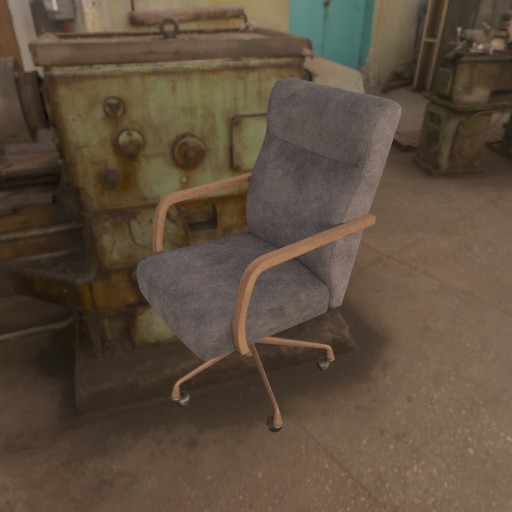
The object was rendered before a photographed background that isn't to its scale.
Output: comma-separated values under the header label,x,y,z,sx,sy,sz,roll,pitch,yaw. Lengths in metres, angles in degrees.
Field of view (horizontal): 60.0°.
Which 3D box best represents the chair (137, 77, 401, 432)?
label,x,y,z,sx,sy,sz,roll,pitch,yaw
chair,0.000,0.000,1.511,0.741,1.029,0.640,-21,37,-30
